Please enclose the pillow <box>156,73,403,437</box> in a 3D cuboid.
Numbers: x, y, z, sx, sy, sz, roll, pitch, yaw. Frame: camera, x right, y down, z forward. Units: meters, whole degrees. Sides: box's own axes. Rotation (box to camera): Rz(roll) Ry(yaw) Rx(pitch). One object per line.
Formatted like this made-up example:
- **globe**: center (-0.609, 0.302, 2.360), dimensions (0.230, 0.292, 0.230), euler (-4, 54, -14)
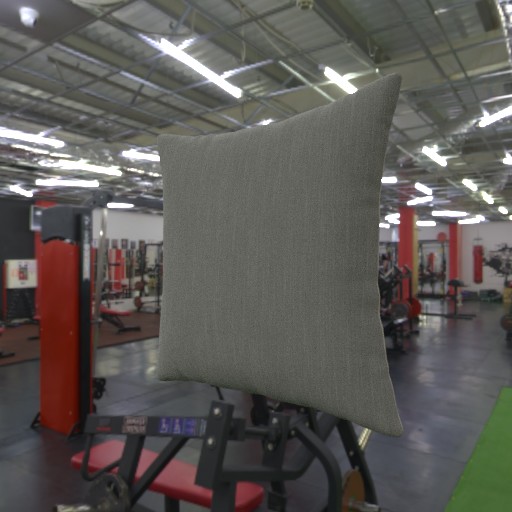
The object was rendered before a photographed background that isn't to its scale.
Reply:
- **pillow**: center (0.000, 0.000, 0.769), dimensions (0.511, 0.509, 0.161), euler (-1, -1, 37)
